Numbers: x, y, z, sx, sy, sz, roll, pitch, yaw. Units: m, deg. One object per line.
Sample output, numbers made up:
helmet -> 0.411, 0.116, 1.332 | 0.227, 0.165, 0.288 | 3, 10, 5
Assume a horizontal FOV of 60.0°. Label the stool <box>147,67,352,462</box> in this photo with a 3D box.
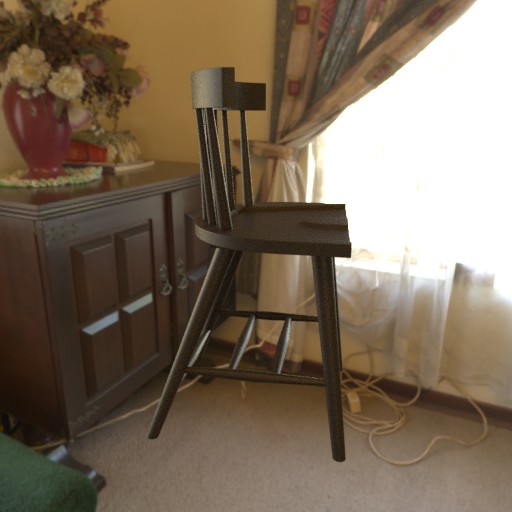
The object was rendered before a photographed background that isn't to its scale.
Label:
stool -> 0.000, 0.000, 1.266 | 0.549, 0.953, 0.494 | 3, 18, 9
